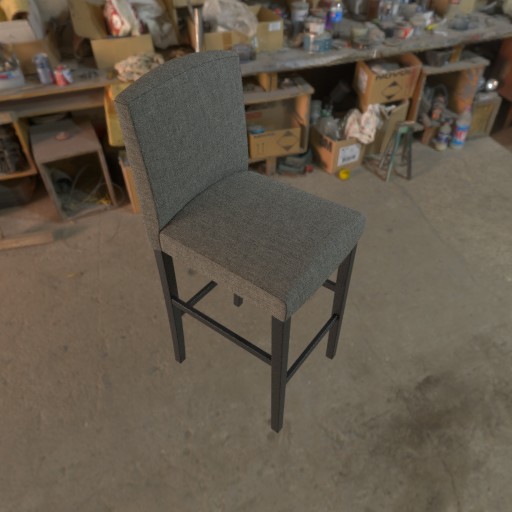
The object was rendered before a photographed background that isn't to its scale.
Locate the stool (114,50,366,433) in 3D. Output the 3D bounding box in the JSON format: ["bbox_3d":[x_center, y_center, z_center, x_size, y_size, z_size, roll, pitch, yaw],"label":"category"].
[{"bbox_3d":[0.000,0.000,1.441,0.552,1.138,0.451,27,49,26],"label":"stool"}]
